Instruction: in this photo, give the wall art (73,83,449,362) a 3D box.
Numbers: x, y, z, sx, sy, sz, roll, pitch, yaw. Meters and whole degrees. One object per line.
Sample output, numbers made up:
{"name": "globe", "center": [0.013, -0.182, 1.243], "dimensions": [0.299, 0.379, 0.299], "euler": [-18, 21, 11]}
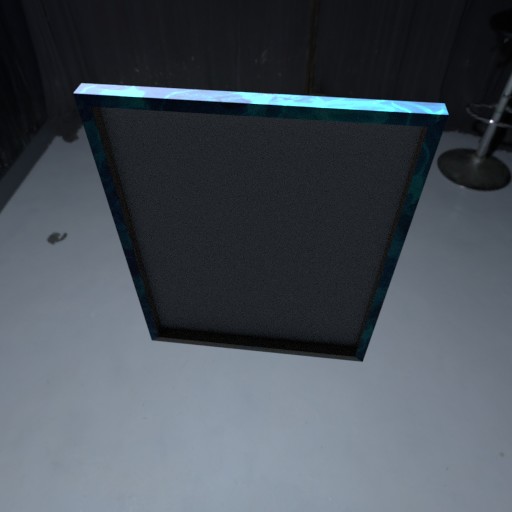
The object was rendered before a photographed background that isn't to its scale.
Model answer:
{"name": "wall art", "center": [0.000, 0.000, 1.005], "dimensions": [0.609, 0.760, 0.038], "euler": [5, 47, 4]}
